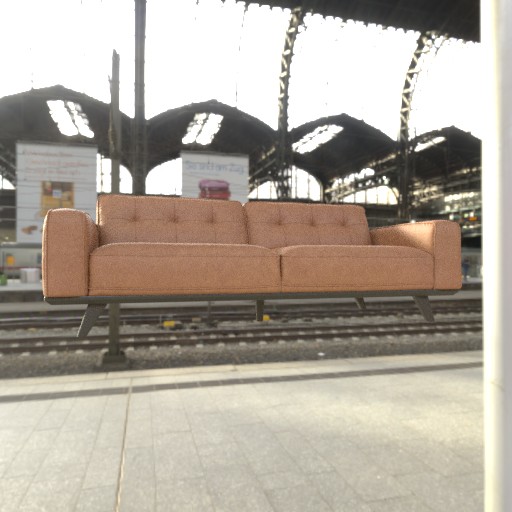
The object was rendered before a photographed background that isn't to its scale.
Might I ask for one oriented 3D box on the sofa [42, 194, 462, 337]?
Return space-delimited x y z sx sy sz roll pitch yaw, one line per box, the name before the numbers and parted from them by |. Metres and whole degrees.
sofa | 0.000 0.000 2.722 2.270 0.780 0.953 0 -1 -17
